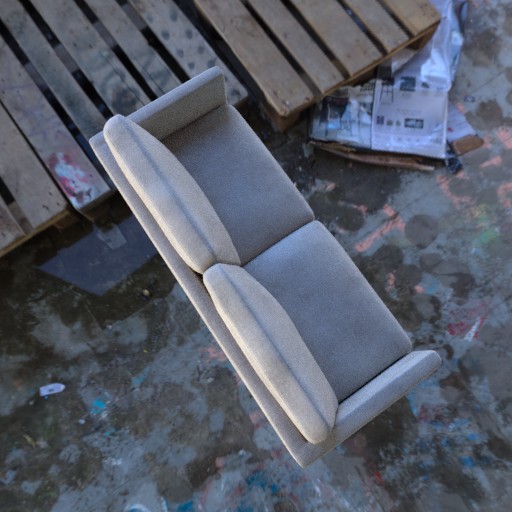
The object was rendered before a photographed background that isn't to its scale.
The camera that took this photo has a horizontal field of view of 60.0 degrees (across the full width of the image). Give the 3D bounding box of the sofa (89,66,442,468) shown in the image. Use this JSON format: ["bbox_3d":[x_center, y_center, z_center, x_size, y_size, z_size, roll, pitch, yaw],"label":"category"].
[{"bbox_3d":[0.000,0.000,2.732,0.951,0.965,2.208,-34,78,-8],"label":"sofa"}]
